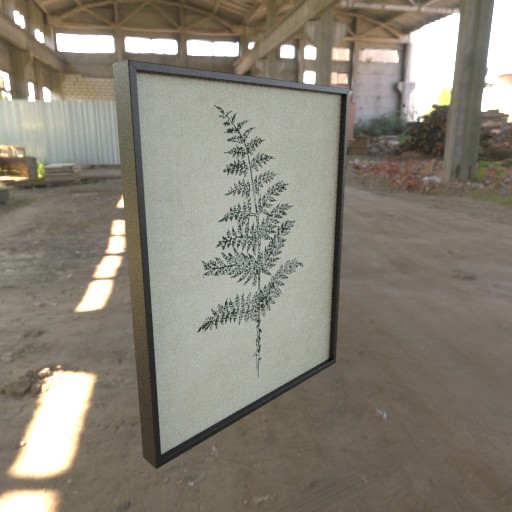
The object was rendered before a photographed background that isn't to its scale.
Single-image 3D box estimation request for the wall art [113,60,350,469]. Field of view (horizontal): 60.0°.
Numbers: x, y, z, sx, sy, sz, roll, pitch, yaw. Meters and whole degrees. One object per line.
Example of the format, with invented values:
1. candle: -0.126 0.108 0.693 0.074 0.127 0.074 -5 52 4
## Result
1. wall art: 0.000 0.000 0.743 0.449 0.555 0.039 -15 21 -43
